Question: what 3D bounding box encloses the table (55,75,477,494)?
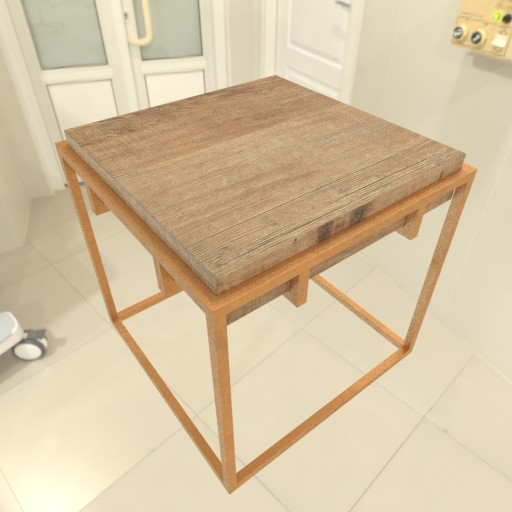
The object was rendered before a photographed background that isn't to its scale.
[{"bbox_3d":[0.000,0.000,1.050,0.599,0.584,0.599,-26,47,-28],"label":"table"}]
